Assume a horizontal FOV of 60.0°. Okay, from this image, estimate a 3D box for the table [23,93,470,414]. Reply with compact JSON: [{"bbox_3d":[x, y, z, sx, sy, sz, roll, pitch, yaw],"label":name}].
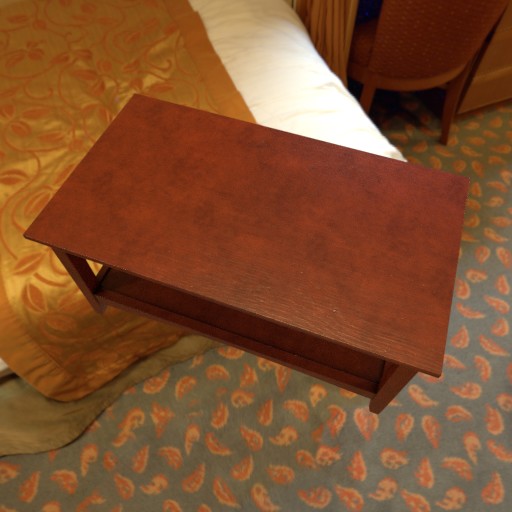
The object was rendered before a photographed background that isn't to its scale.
[{"bbox_3d":[0.000,0.000,1.249,0.943,0.456,0.533,17,59,11],"label":"table"}]
